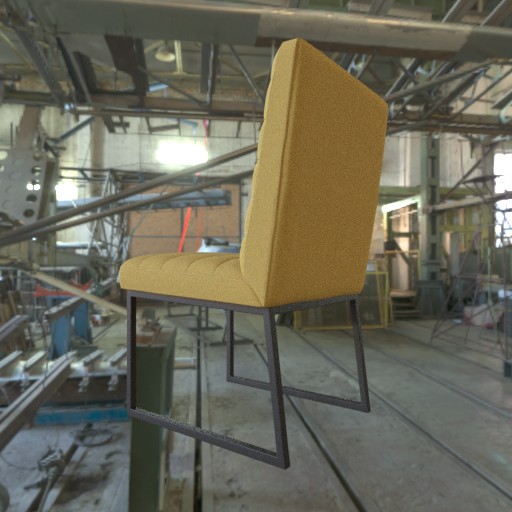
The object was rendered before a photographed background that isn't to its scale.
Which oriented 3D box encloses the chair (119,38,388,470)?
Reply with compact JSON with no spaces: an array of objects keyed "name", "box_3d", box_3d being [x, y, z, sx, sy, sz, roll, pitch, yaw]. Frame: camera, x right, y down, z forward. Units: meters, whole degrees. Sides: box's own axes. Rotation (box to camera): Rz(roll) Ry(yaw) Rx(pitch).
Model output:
[{"name":"chair","box_3d":[0.000,0.000,1.300,0.634,0.930,0.520,0,0,37]}]
